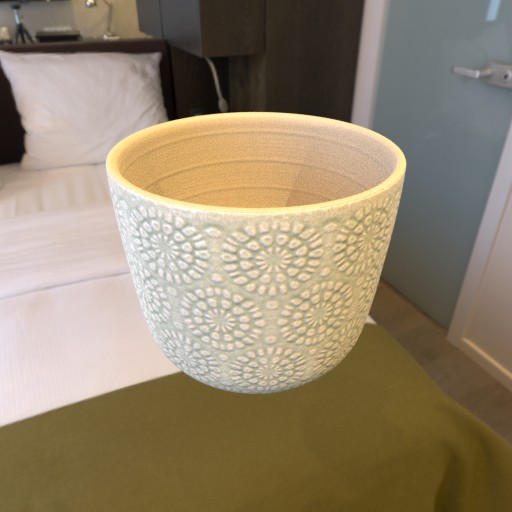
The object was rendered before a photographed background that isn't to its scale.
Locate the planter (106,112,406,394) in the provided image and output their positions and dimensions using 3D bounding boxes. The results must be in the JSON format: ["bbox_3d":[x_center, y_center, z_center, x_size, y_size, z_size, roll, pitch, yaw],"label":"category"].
[{"bbox_3d":[0.000,0.000,0.218,0.124,0.109,0.124,0,32,0],"label":"planter"}]
